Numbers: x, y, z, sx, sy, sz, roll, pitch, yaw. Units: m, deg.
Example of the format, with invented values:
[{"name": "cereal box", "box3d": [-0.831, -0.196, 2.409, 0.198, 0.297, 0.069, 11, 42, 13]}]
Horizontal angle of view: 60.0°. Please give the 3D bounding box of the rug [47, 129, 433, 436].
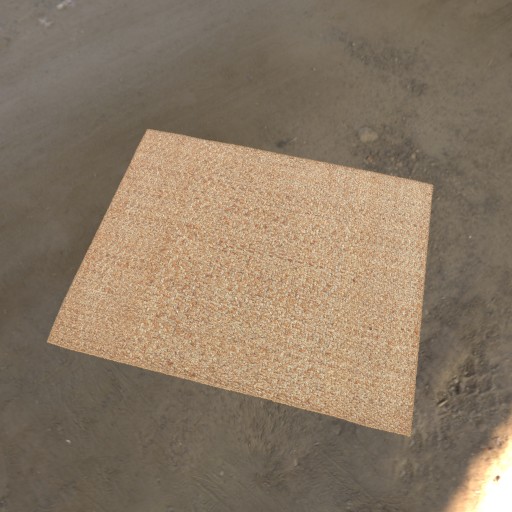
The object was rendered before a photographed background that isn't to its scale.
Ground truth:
[{"name": "rug", "box3d": [0.000, 0.000, 4.070, 3.048, 0.013, 2.439, 13, 64, 6]}]
